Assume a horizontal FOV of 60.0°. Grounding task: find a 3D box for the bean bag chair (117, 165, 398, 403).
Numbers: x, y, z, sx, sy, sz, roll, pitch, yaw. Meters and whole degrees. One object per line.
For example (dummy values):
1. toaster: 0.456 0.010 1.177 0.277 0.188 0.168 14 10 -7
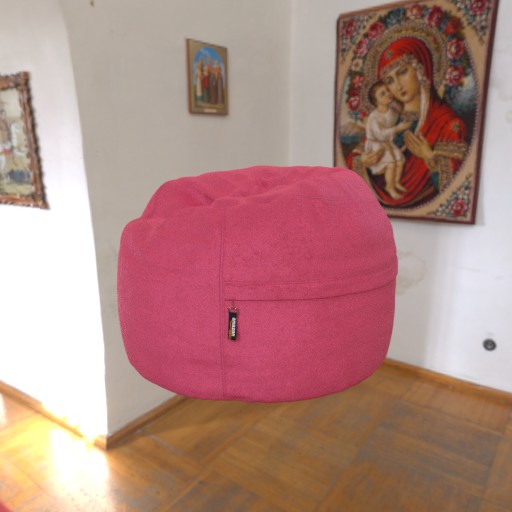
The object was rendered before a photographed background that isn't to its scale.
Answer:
1. bean bag chair: 0.000 0.000 2.000 1.218 0.788 1.218 0 15 0
